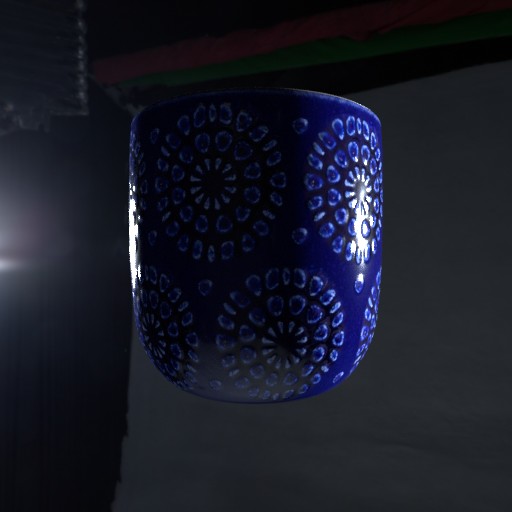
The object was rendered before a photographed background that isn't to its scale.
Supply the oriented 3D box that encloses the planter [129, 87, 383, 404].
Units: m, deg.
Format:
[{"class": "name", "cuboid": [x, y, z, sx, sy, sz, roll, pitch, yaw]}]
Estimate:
[{"class": "planter", "cuboid": [0.000, 0.000, 0.199, 0.109, 0.112, 0.109, 0, 0, 0]}]
